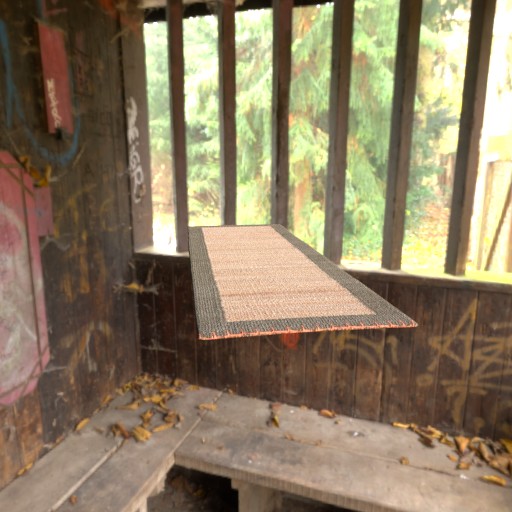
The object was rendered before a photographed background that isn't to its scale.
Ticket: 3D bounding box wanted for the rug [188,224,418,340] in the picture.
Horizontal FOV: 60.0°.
[{"bbox_3d":[0.000,0.000,2.702,0.810,0.016,2.413,-2,13,-9],"label":"rug"}]
